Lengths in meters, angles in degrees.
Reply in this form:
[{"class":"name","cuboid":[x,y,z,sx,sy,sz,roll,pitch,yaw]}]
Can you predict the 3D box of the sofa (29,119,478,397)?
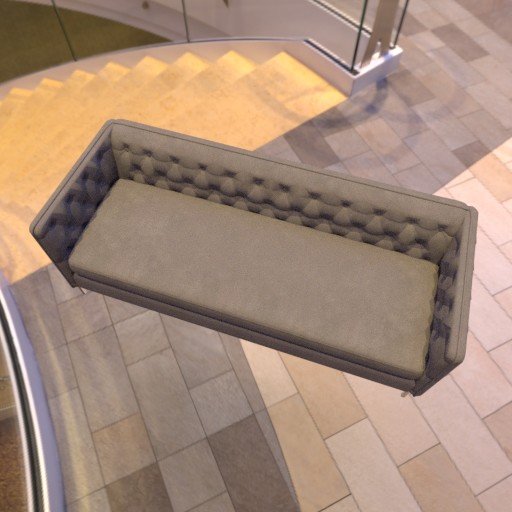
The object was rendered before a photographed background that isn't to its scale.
[{"class":"sofa","cuboid":[0.000,0.000,2.586,2.209,0.771,0.895,16,60,10]}]
